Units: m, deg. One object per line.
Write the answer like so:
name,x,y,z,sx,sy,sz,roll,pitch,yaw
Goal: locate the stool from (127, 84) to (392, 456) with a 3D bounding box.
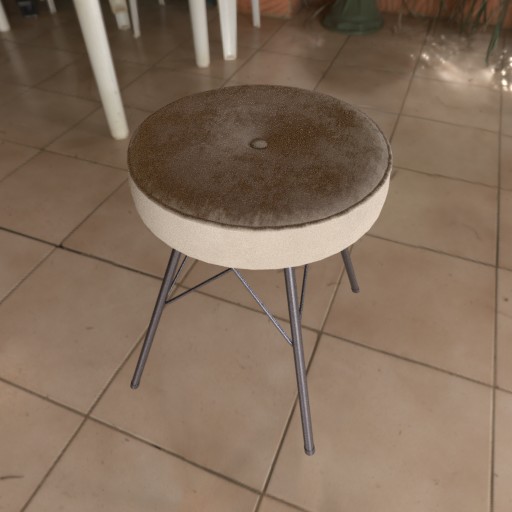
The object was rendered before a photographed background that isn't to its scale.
stool,0.000,0.000,0.871,0.423,0.538,0.457,15,48,14
